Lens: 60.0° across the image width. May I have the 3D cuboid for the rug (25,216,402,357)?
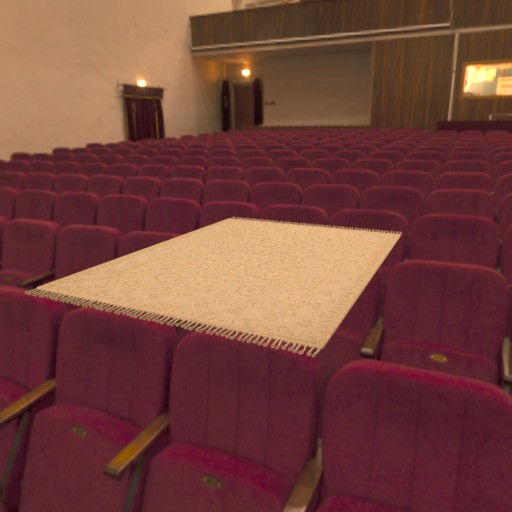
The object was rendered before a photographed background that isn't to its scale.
[{"bbox_3d":[0.000,0.000,2.297,1.223,0.015,1.771,7,17,24],"label":"rug"}]
